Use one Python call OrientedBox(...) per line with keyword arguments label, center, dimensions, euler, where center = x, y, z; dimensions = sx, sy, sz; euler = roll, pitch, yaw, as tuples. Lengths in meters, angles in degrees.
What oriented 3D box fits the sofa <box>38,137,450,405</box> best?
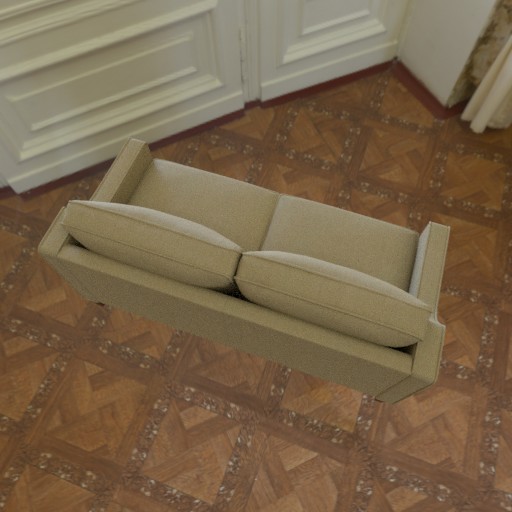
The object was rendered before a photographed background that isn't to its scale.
OrientedBox(label="sofa", center=(0.000, 0.000, 2.800), dimensions=(2.178, 1.071, 1.066), euler=(17, 65, 8))
